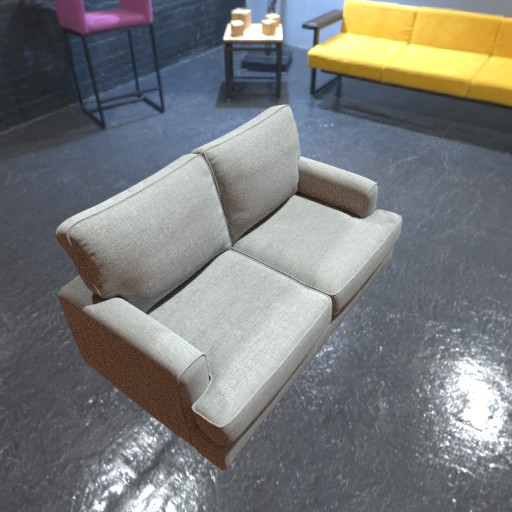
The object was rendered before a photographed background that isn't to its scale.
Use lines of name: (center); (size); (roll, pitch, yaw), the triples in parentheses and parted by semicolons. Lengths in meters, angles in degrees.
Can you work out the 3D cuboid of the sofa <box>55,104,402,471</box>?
sofa: (0.000, 0.000, 2.241); (0.965, 0.965, 1.651); (26, 47, 27)
